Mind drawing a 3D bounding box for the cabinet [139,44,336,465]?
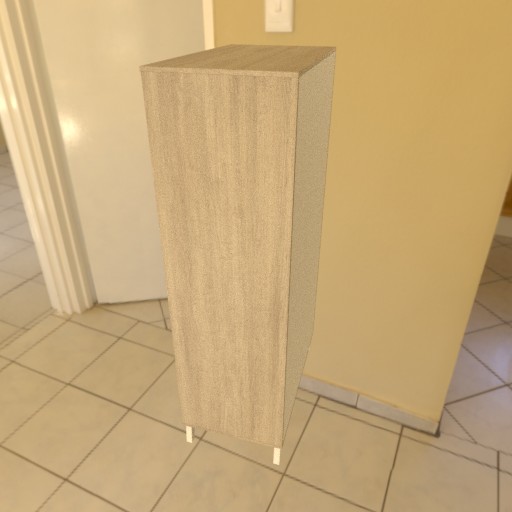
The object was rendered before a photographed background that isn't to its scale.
[{"bbox_3d":[0.000,0.000,2.407,0.571,1.999,1.006,8,31,14],"label":"cabinet"}]
